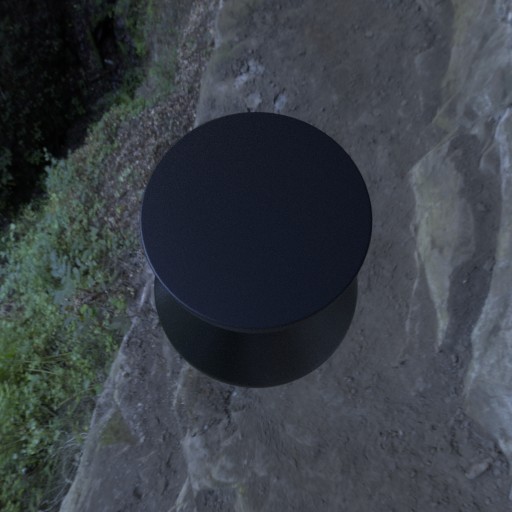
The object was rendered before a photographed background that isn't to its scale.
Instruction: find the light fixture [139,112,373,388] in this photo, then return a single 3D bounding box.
[{"bbox_3d":[0.000,0.000,0.351,0.200,0.183,0.200,0,73,0],"label":"light fixture"}]
